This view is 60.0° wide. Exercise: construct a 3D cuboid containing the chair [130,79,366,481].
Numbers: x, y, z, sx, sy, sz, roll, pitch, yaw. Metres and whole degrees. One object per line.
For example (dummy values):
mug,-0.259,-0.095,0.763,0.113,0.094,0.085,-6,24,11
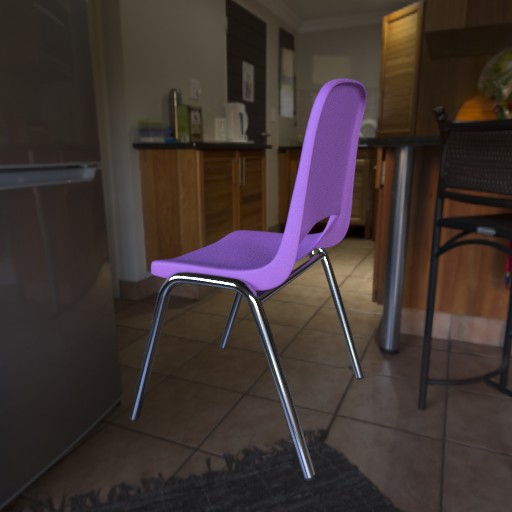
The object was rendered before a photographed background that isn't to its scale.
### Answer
chair,0.000,0.000,0.688,0.301,0.493,0.291,7,16,25
